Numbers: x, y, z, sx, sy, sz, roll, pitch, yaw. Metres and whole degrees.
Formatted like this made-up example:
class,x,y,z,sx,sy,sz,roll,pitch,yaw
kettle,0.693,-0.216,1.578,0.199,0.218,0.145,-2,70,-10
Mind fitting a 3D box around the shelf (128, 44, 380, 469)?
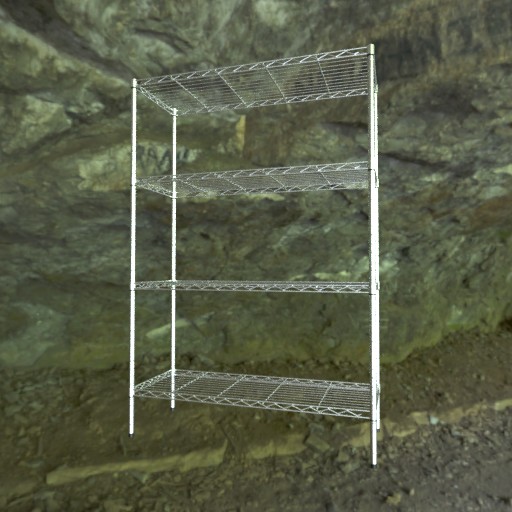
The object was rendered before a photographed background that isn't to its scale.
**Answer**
class,x,y,z,sx,sy,sz,roll,pitch,yaw
shelf,0.000,0.000,1.713,0.907,1.360,0.352,-1,-2,17
